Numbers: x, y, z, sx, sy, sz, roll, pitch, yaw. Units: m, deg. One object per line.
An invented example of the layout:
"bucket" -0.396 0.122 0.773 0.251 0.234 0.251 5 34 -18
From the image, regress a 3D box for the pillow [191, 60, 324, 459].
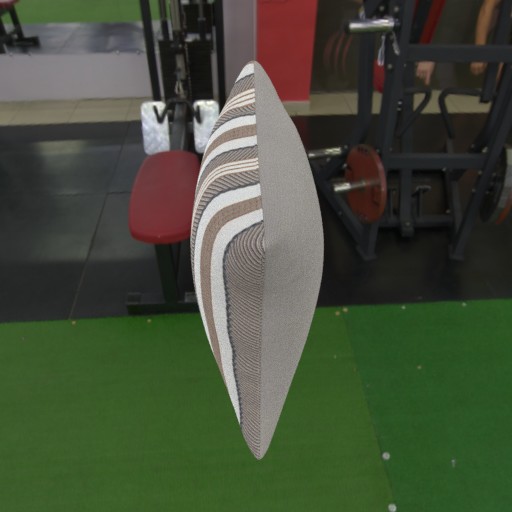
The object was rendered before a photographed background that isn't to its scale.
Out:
"pillow" 0.000 0.000 0.629 0.173 0.401 0.416 -1 42 -1
